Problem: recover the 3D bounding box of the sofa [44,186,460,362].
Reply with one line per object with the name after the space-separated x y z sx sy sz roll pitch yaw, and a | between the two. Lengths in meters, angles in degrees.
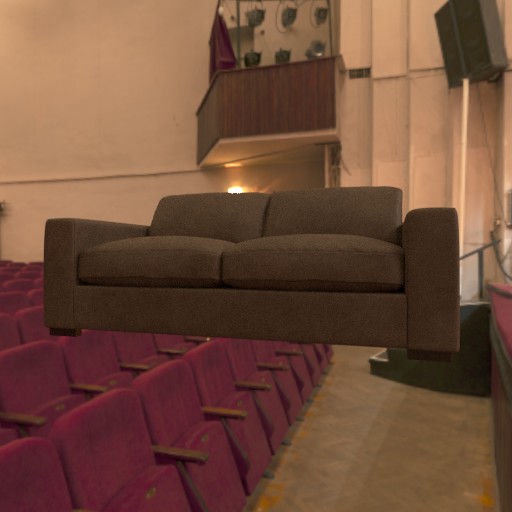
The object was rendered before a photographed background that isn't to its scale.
0.000 0.000 2.415 1.920 0.800 1.070 0 0 17 | sofa
